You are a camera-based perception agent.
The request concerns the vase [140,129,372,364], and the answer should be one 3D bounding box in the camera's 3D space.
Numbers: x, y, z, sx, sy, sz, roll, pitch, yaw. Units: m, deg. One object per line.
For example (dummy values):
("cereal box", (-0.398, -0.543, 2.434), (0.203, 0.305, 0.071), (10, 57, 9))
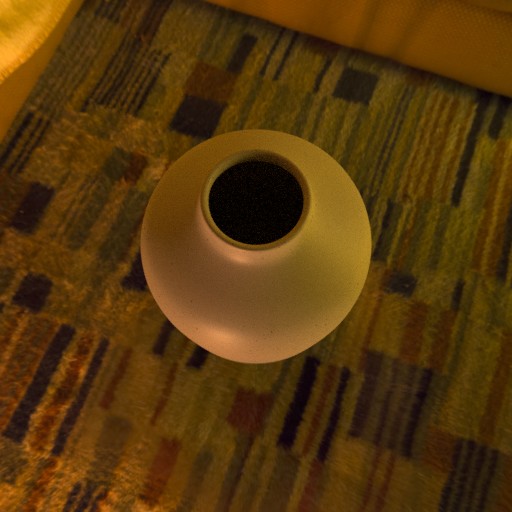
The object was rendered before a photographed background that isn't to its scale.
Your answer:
("vase", (0.000, 0.000, 0.365), (0.169, 0.240, 0.169), (0, 74, 0))
